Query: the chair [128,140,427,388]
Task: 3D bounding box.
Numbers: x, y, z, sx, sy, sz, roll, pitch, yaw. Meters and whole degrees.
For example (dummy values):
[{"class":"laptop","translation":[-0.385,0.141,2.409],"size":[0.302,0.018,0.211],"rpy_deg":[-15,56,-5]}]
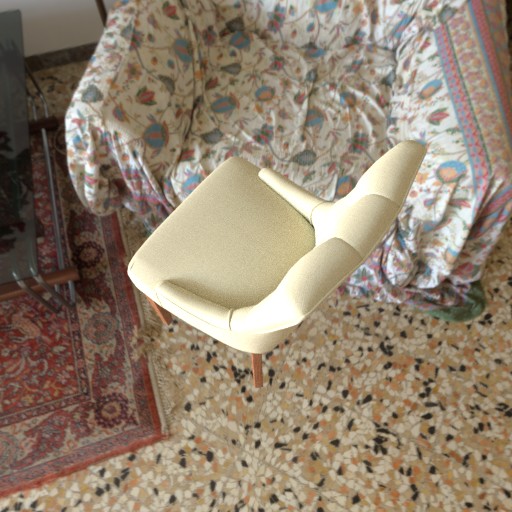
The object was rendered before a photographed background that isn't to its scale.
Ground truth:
[{"class":"chair","translation":[0.000,0.000,1.228],"size":[0.565,0.874,0.509],"rpy_deg":[33,68,15]}]
